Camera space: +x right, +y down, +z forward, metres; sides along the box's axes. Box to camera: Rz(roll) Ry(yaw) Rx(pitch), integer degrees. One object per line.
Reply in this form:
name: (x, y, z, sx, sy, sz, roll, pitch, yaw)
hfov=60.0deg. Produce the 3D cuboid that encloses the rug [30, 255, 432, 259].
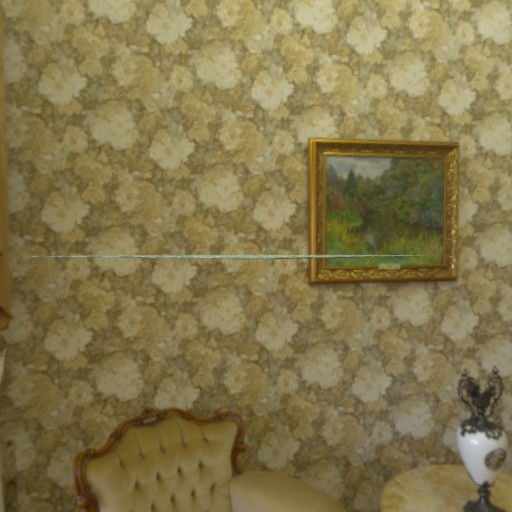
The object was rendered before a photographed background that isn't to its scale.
rug: (0.000, 0.000, 4.204, 2.436, 0.007, 3.045, 0, 0, 36)
